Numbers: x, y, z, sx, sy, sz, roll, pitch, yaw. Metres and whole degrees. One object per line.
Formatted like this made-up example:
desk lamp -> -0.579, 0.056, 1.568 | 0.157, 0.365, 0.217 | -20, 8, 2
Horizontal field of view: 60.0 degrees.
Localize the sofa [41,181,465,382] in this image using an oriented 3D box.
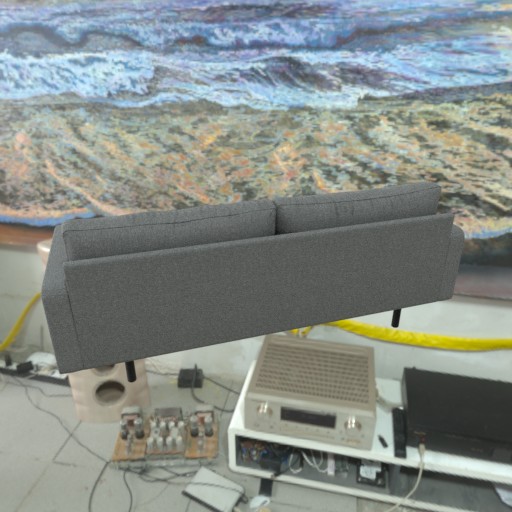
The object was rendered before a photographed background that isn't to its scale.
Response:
sofa -> 0.000, 0.000, 2.623 | 2.200, 0.880, 0.880 | -8, 27, -16
